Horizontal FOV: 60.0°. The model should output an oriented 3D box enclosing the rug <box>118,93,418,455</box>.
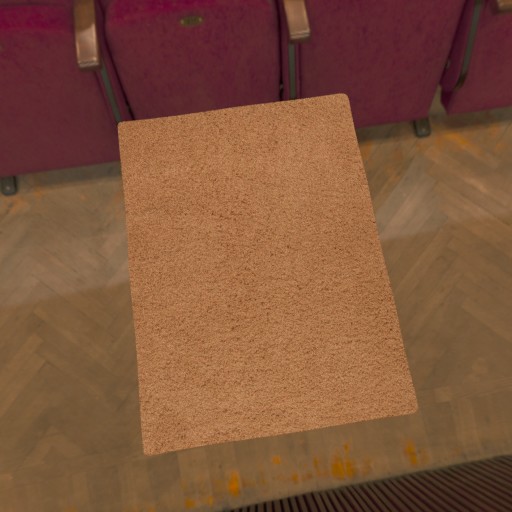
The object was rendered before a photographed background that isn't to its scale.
[{"bbox_3d":[0.000,0.000,2.106,1.199,0.025,1.600,-8,76,-2],"label":"rug"}]
